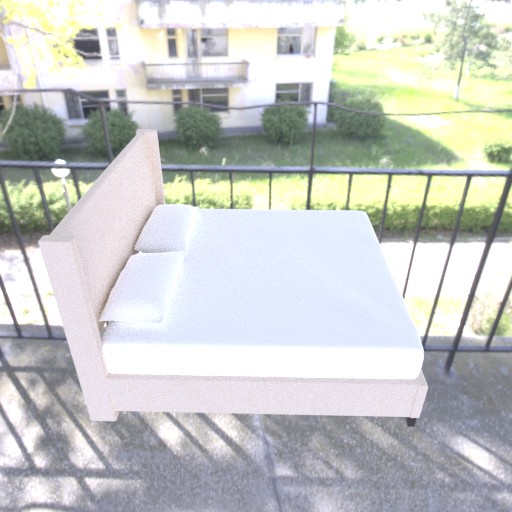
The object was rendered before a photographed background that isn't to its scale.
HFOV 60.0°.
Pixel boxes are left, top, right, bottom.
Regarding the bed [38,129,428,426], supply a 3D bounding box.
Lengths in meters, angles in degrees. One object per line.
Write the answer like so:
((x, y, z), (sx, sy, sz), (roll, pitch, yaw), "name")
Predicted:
((0.000, 0.000, 3.638), (2.293, 1.471, 2.145), (1, 32, 1), "bed")
